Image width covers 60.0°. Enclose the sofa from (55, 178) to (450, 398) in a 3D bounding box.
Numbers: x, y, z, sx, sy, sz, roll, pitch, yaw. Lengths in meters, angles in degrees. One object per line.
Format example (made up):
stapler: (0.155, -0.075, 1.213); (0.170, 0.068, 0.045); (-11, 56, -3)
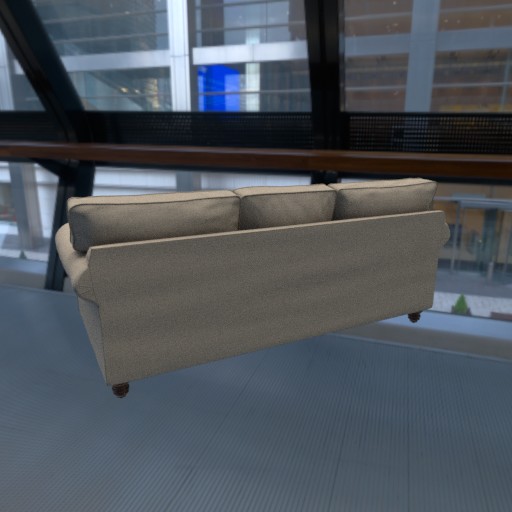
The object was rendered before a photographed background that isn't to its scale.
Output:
sofa: (0.000, 0.000, 2.620); (2.118, 0.889, 0.998); (-8, 17, -26)
